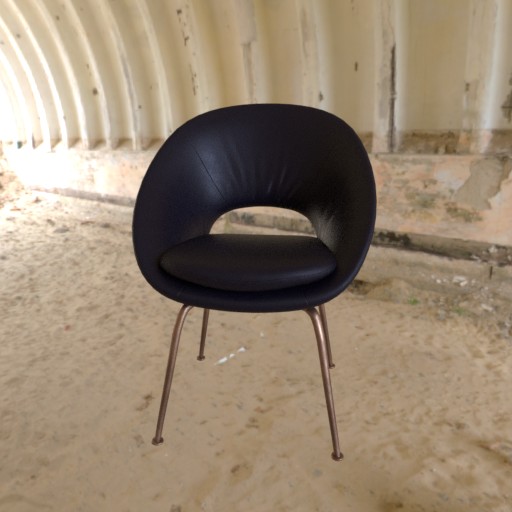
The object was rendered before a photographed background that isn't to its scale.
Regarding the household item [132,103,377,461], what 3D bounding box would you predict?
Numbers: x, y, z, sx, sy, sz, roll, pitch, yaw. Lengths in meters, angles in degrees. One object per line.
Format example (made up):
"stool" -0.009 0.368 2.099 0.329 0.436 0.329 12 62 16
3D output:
"household item" 0.000 0.000 1.242 0.623 0.852 0.573 2 15 7
